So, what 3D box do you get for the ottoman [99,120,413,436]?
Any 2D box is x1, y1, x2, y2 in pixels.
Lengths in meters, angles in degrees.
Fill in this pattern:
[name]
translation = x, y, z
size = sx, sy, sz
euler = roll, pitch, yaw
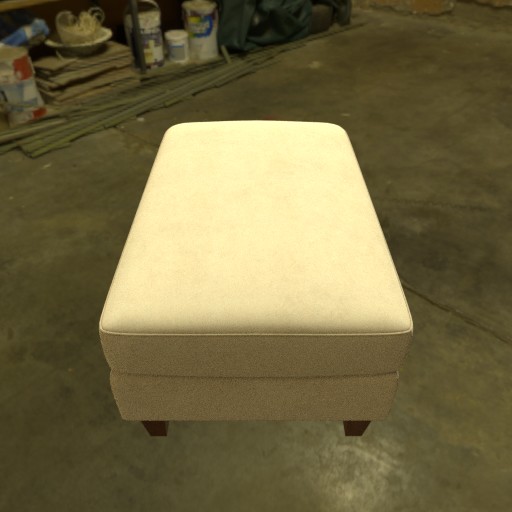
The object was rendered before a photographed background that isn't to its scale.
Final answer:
[ottoman]
translation = 0.000, 0.000, 1.201
size = 0.584, 0.483, 0.864
euler = 0, 41, 0
